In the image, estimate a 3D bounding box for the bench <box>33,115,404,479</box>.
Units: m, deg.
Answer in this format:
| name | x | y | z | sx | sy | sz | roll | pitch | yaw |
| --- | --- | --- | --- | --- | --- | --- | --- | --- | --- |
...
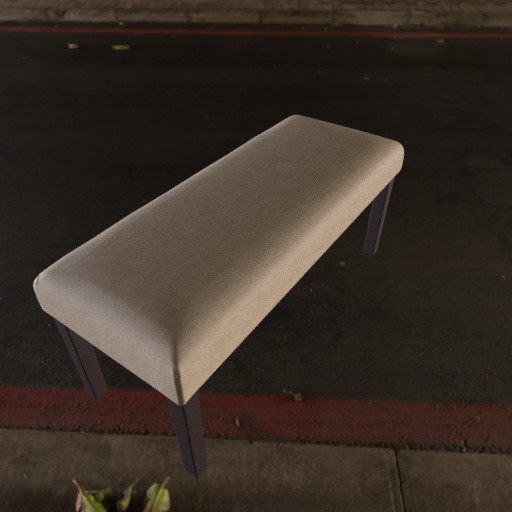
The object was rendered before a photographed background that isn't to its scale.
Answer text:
| name | x | y | z | sx | sy | sz | roll | pitch | yaw |
| --- | --- | --- | --- | --- | --- | --- | --- | --- | --- |
| bench | 0.000 | 0.000 | 1.234 | 0.407 | 0.456 | 1.013 | 24 | 46 | 26 |
